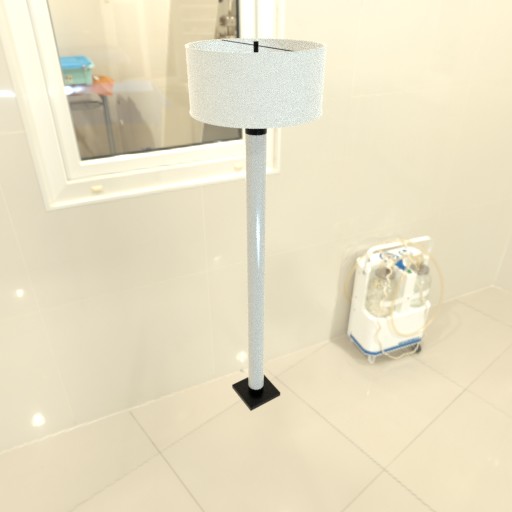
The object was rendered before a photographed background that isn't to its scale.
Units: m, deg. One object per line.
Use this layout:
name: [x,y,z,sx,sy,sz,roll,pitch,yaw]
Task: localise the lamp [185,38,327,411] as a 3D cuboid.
lamp: [0.000,0.000,1.685,0.420,1.475,0.420,-19,35,-28]
